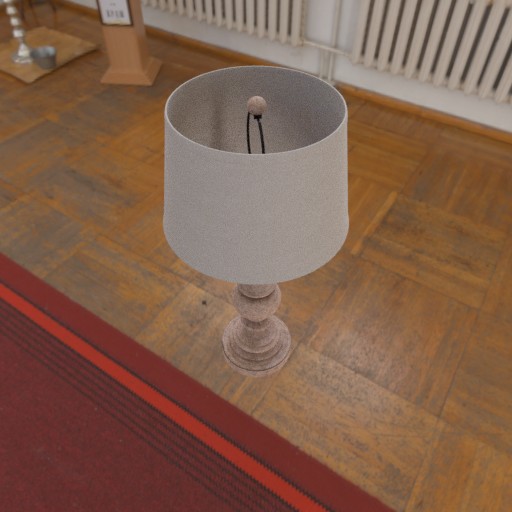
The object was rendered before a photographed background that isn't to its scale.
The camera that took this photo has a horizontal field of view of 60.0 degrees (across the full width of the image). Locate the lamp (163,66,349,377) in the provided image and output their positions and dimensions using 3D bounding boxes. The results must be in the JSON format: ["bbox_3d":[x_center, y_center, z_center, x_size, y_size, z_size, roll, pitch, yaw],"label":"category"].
[{"bbox_3d":[0.000,0.000,0.900,0.340,0.678,0.340,0,46,0],"label":"lamp"}]
